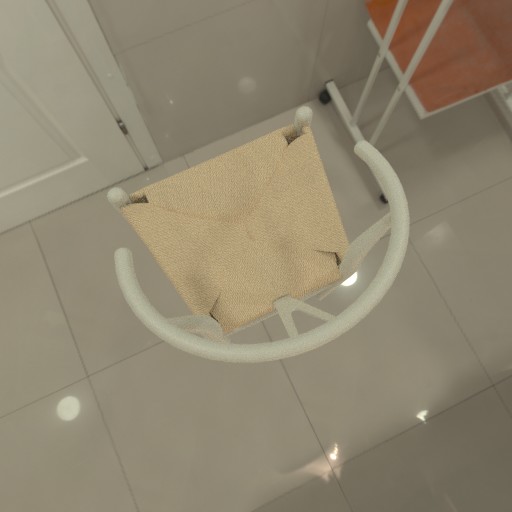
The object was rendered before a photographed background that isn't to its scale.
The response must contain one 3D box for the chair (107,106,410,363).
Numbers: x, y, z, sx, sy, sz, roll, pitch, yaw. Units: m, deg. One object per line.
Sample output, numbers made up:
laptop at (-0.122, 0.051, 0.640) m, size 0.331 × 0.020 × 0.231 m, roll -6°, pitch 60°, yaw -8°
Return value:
chair at (0.000, 0.000, 1.086) m, size 0.533 × 0.736 × 0.500 m, roll -25°, pitch 78°, yaw -6°
